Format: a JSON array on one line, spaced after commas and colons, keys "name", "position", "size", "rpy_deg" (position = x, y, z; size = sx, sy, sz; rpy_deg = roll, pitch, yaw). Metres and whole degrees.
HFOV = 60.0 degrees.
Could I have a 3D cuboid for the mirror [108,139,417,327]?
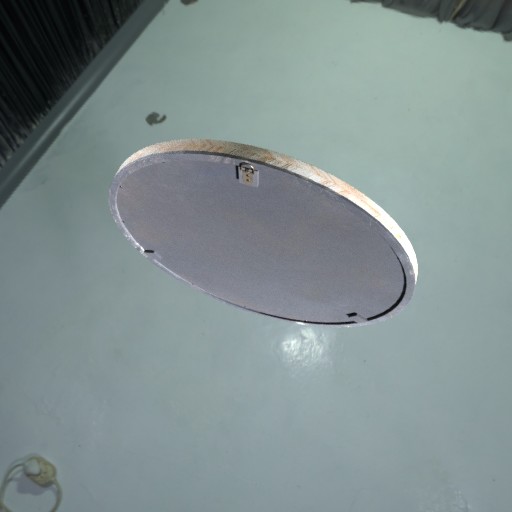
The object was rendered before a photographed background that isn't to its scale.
[{"name": "mirror", "position": [0.000, 0.000, 1.035], "size": [0.710, 0.710, 0.038], "rpy_deg": [16, 64, 8]}]
